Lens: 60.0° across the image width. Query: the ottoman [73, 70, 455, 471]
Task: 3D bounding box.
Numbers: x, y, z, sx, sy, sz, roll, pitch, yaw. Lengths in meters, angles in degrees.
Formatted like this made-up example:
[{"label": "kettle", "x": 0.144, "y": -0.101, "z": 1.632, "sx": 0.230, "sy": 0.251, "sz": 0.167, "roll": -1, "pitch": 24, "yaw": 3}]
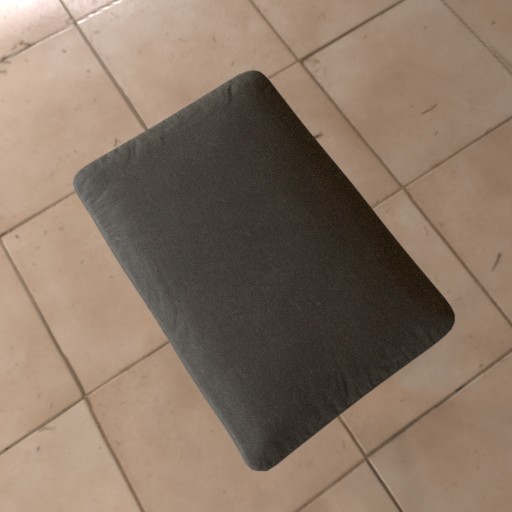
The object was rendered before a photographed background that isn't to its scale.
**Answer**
[{"label": "ottoman", "x": 0.000, "y": 0.000, "z": 1.615, "sx": 0.840, "sy": 0.429, "sz": 1.199, "roll": -34, "pitch": 78, "yaw": -8}]
